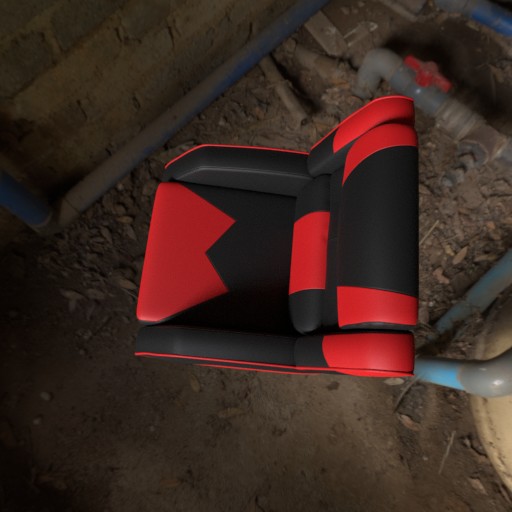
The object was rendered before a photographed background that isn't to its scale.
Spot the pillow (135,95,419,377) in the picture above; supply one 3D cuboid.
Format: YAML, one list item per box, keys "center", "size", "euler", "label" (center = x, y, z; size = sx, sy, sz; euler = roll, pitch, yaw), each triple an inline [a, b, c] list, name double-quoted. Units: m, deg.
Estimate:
- center: [0.000, 0.000, 1.268]
  size: [0.672, 0.805, 0.620]
  euler: [5, 75, 1]
  label: "pillow"
